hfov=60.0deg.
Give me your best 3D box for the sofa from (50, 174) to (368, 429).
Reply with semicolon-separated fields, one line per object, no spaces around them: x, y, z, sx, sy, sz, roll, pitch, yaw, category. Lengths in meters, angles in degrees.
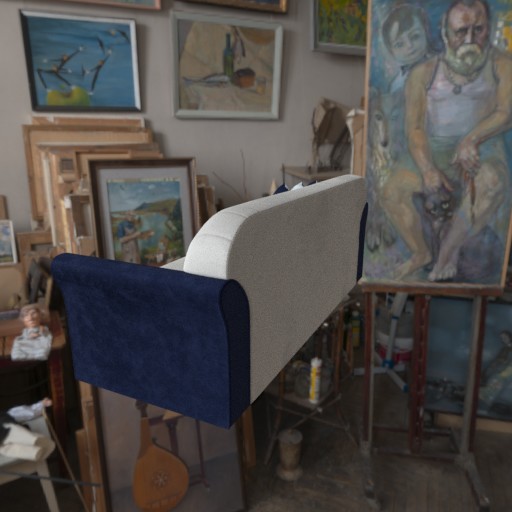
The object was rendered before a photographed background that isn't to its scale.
0.000;0.000;2.418;0.749;0.789;2.006;7;17;26;sofa
